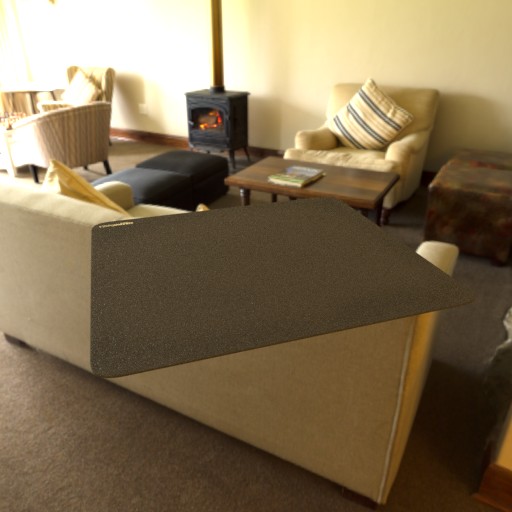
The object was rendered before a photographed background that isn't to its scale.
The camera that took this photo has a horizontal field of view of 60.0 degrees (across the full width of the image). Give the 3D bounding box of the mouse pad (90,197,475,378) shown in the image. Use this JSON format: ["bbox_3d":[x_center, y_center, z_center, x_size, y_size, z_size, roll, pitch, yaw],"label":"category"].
[{"bbox_3d":[0.000,0.000,0.638,0.451,0.002,0.393,-8,28,-16],"label":"mouse pad"}]
